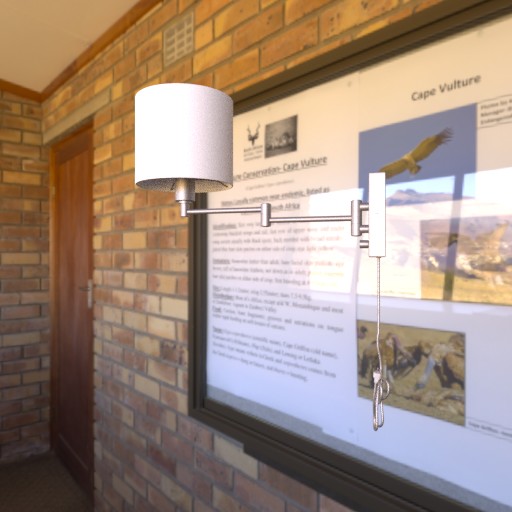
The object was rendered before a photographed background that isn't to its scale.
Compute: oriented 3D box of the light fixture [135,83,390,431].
[{"bbox_3d":[0.000,0.000,0.892,0.516,0.651,0.203,0,0,17],"label":"light fixture"}]
